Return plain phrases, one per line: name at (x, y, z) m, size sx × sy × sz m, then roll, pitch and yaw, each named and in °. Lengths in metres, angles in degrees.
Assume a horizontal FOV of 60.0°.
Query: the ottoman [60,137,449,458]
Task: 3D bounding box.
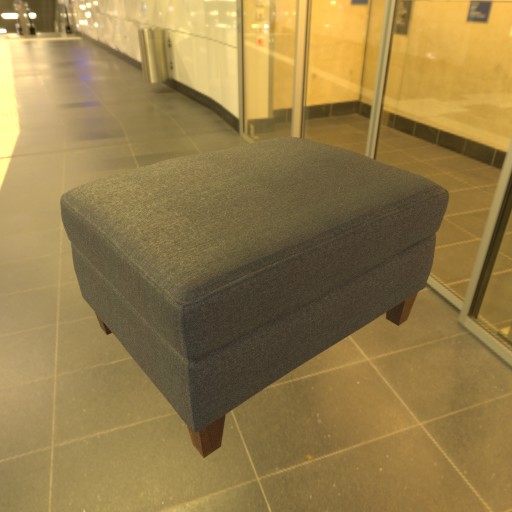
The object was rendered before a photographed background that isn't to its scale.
ottoman at (0.000, 0.000, 1.223) m, size 0.826 × 0.496 × 0.639 m, roll -23°, pitch 37°, yaw -33°
